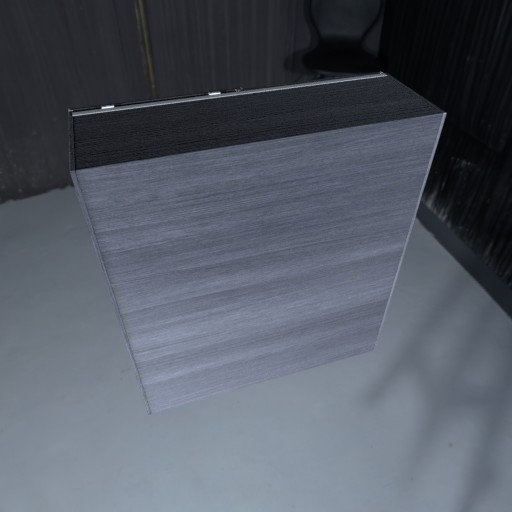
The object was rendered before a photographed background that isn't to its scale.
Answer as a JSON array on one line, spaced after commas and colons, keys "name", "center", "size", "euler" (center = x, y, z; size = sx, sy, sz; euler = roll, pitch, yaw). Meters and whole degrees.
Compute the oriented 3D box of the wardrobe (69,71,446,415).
[{"name": "wardrobe", "center": [0.000, 0.000, 2.864], "size": [1.780, 1.960, 0.629], "euler": [-12, 43, -13]}]
